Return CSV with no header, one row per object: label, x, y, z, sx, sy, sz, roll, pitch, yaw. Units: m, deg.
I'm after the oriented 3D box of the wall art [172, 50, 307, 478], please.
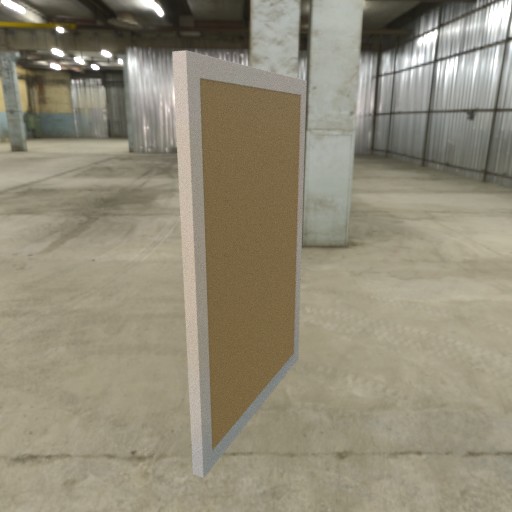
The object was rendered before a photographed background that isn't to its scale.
wall art,0.000,0.000,1.466,0.038,1.143,0.764,8,18,25
